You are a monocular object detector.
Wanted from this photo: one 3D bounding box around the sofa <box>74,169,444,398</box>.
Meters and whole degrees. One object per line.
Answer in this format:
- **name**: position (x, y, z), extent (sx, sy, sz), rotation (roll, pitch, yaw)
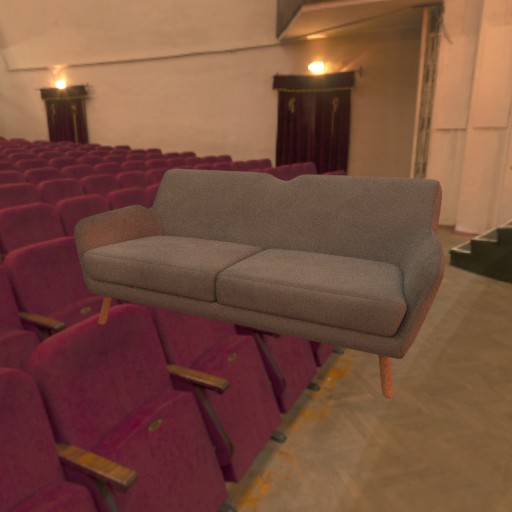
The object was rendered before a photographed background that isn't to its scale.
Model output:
- **sofa**: position (0.000, 0.000, 2.338), extent (1.870, 0.810, 0.850), rotation (8, 17, 26)
